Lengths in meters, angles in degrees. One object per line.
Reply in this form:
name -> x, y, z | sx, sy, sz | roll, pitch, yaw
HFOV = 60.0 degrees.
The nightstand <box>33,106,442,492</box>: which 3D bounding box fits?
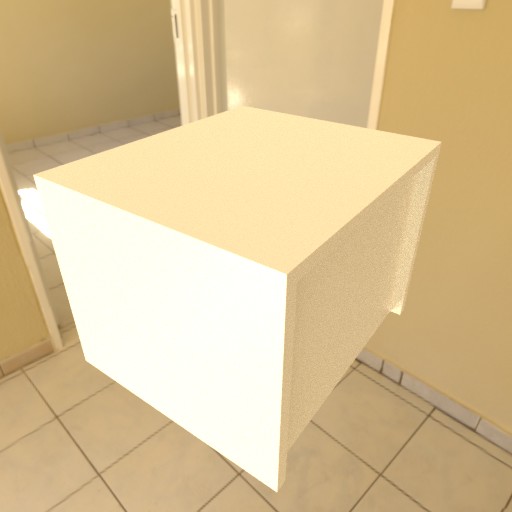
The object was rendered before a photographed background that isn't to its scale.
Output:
nightstand -> 0.000, 0.000, 0.756 | 0.408, 0.351, 0.470 | 21, 38, 30
